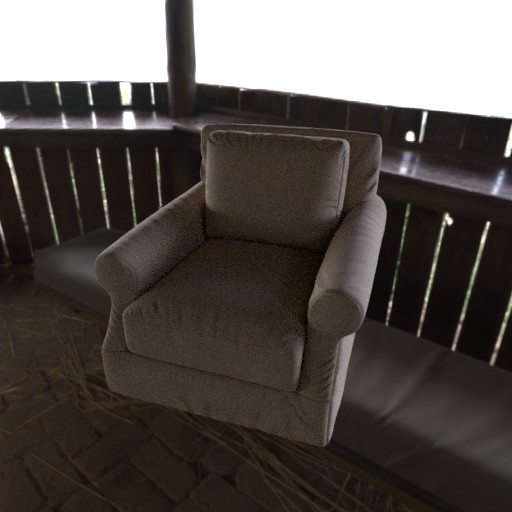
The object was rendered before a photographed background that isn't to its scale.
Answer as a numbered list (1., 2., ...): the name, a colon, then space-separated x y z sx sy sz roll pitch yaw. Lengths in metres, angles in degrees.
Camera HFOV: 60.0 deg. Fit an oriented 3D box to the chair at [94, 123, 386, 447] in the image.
1. chair: 0.000 0.000 1.772 0.940 0.866 1.066 8 28 16
